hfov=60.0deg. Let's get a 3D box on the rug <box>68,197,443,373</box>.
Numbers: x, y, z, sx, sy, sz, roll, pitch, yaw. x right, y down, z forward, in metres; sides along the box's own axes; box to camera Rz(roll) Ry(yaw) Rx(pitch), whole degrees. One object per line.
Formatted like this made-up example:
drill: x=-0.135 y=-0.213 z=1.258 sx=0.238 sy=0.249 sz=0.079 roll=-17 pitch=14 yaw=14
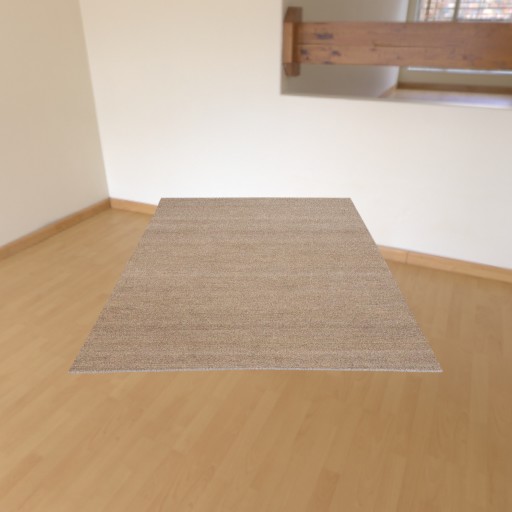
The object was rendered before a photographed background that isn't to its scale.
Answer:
rug: x=0.000 y=0.000 z=4.330 sx=2.467 sy=0.046 sz=3.245 roll=0 pitch=28 yaw=0
